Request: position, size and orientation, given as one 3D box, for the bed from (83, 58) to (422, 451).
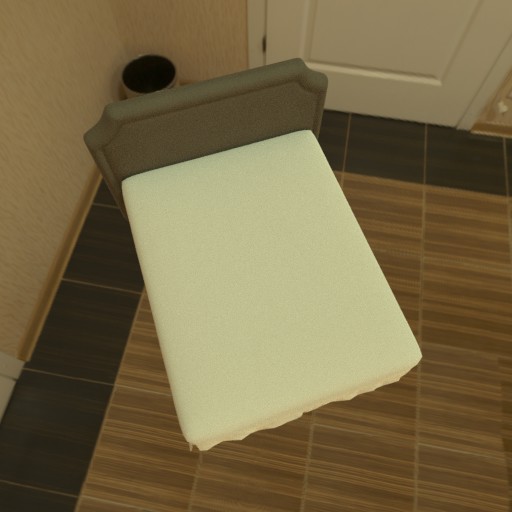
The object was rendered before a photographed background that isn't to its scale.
[{"bbox_3d":[0.000,0.000,3.153,1.831,1.297,2.181,-17,66,-8],"label":"bed"}]
